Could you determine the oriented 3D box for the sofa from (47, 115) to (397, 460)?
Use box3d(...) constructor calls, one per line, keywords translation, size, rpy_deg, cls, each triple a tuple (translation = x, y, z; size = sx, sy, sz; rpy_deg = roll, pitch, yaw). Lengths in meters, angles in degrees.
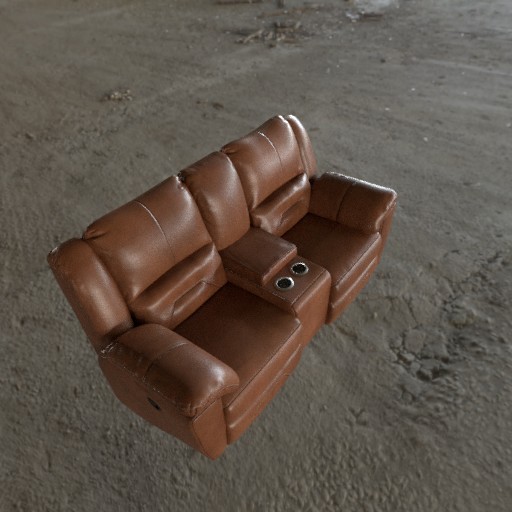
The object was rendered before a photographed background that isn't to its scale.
box3d(translation=(0.000, 0.000, 2.657), size=(0.991, 1.043, 2.058), rpy_deg=(26, 47, 27), cls="sofa")
